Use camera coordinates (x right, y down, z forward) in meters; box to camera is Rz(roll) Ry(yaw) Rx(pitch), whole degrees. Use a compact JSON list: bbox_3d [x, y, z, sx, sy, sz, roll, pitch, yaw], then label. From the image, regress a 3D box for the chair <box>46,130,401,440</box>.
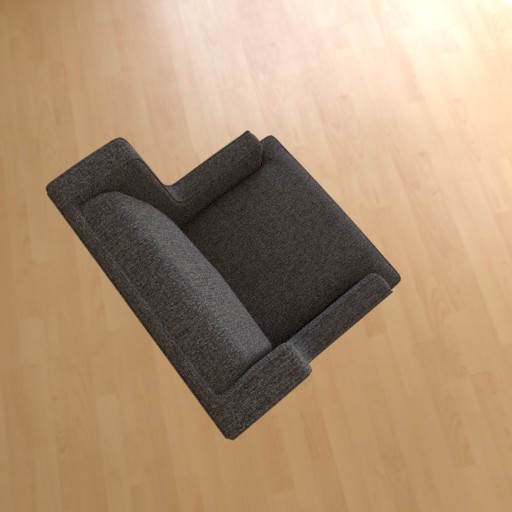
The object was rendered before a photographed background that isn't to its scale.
[{"bbox_3d":[0.000,0.000,1.837,0.927,1.082,0.942,-38,78,-9],"label":"chair"}]
